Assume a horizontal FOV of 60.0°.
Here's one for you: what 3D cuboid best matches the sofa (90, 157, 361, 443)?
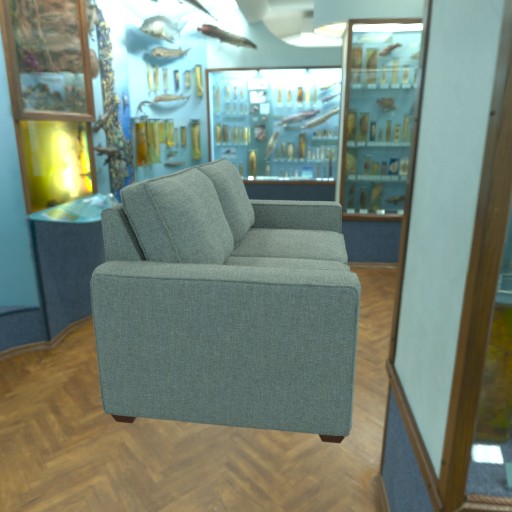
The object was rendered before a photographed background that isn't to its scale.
[{"bbox_3d":[0.000,0.000,2.289,0.945,0.915,1.706,2,16,8],"label":"sofa"}]
